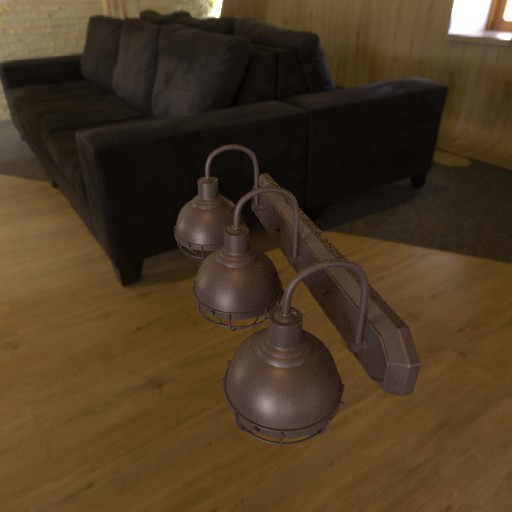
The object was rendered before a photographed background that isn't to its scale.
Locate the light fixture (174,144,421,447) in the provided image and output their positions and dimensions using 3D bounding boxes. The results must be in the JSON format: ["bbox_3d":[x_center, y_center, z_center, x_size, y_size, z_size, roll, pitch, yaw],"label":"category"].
[{"bbox_3d":[0.000,0.000,0.775,0.229,0.254,0.634,-9,32,-14],"label":"light fixture"}]
